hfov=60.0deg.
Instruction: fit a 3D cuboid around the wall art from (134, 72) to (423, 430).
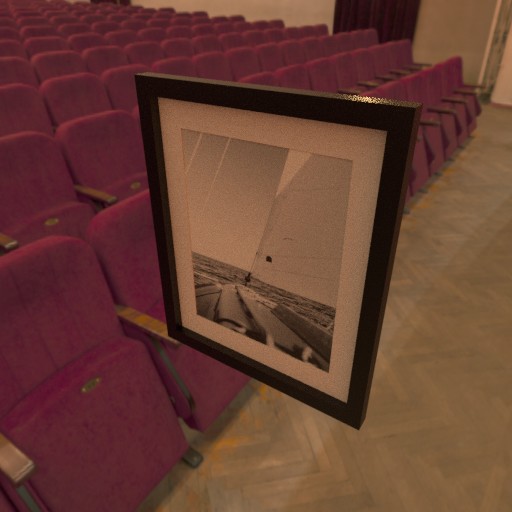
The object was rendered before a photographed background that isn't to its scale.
[{"bbox_3d":[0.000,0.000,0.771,0.461,0.558,0.031,19,35,28],"label":"wall art"}]
